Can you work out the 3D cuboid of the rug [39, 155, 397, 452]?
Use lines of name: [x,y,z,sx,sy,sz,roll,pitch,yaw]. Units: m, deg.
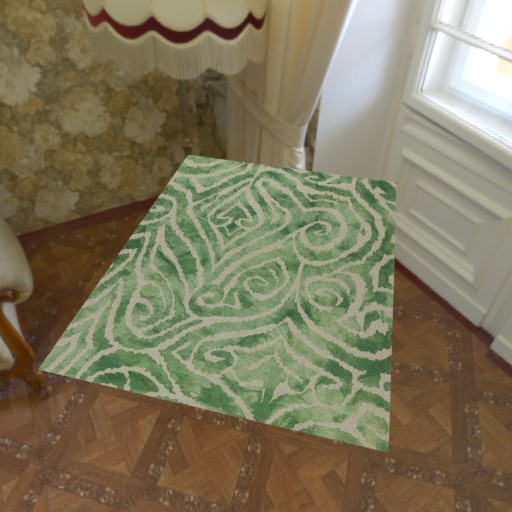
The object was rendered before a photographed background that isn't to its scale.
rug: [0.000,0.000,4.020,2.436,0.007,3.045,10,44,10]
